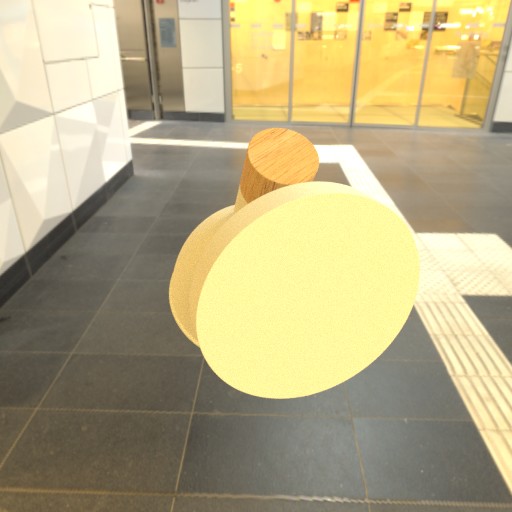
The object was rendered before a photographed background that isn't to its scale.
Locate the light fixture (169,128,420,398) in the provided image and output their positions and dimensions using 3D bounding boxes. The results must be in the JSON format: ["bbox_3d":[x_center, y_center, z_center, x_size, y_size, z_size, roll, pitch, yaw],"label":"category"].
[{"bbox_3d":[0.000,0.000,0.331,0.127,0.199,0.209,-8,28,-16],"label":"light fixture"}]
